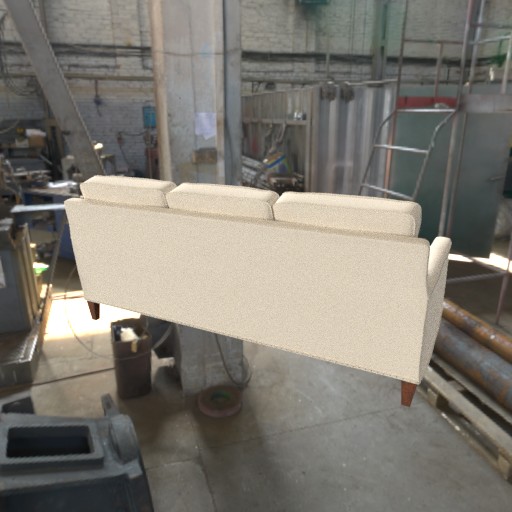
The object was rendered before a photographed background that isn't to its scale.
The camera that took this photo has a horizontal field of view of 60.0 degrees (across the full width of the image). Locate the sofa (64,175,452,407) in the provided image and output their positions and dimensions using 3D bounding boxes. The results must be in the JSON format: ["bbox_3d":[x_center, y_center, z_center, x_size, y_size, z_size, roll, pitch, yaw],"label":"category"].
[{"bbox_3d":[0.000,0.000,2.849,2.246,1.003,1.084,9,20,26],"label":"sofa"}]
